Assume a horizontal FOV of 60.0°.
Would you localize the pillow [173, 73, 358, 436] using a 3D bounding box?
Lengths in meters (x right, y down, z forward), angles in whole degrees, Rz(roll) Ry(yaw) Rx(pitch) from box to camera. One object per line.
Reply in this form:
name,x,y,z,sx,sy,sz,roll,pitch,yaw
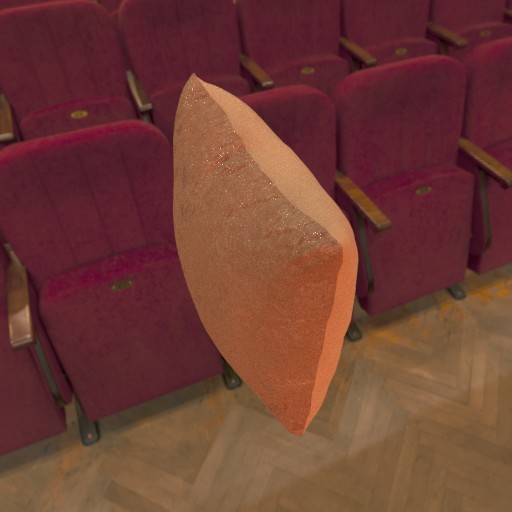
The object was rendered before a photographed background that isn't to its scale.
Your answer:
pillow,0.000,0.000,0.736,0.245,0.448,0.450,-17,49,-15
